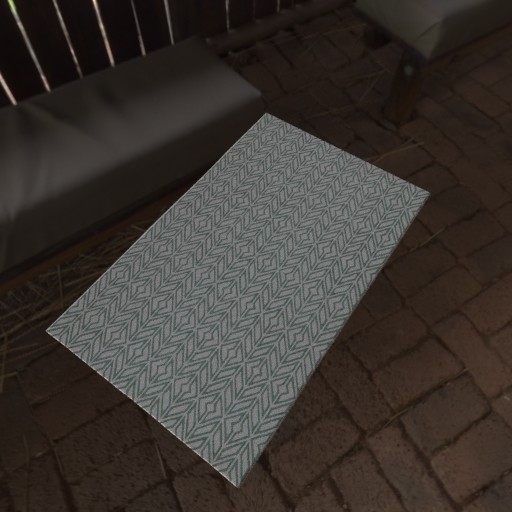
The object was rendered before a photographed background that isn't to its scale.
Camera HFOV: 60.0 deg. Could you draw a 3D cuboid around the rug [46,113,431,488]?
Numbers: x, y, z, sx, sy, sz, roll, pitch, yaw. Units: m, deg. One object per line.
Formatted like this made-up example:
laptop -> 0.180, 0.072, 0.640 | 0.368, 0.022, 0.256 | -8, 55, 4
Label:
rug -> 0.000, 0.000, 3.074 | 1.517, 0.011, 2.435 | 32, 64, 17
